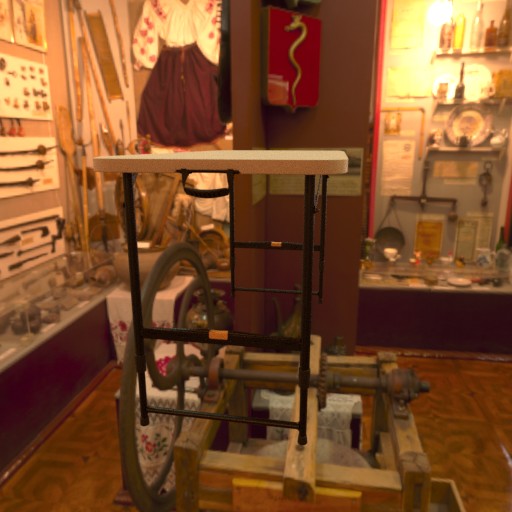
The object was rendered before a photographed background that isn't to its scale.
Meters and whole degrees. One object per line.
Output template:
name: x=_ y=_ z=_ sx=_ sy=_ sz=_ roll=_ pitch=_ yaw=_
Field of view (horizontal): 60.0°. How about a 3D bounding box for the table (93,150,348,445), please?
table: x=0.000 y=0.000 z=1.626 sx=0.611 sy=0.737 sz=1.245 roll=3 pitch=14 yaw=10
